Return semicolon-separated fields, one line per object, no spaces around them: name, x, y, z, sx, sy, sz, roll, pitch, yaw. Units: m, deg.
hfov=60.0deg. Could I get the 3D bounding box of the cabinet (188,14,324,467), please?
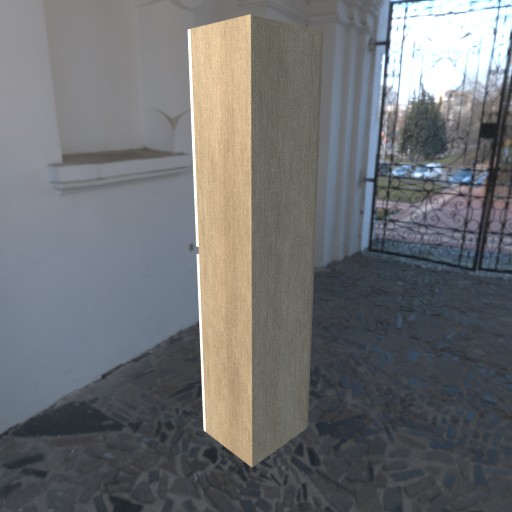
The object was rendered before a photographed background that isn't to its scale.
cabinet;0.000;0.000;1.517;0.300;1.400;0.270;-16;23;-42
